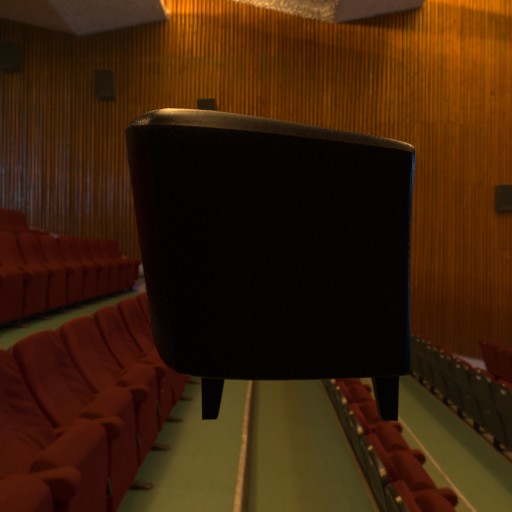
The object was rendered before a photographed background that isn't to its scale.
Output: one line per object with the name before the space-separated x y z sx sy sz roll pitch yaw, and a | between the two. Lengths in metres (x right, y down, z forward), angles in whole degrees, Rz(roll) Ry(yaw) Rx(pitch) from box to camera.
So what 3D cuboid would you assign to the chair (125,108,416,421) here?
chair | 0.000 0.000 1.351 0.727 0.756 0.793 0 1 1
